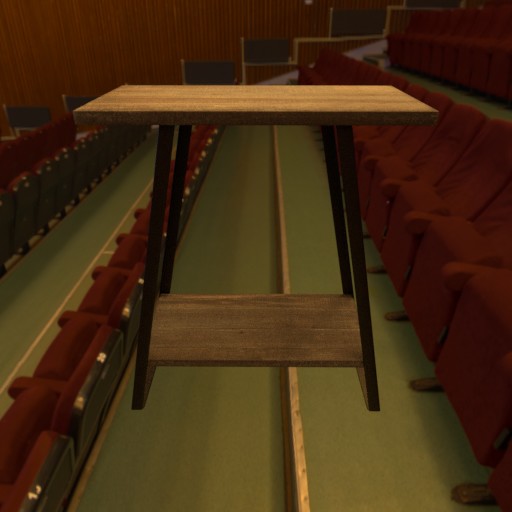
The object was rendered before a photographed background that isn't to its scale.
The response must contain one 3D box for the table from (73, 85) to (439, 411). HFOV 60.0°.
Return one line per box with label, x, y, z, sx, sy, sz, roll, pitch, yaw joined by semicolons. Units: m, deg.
table;0.000;0.000;1.022;0.599;0.701;0.300;0;29;0
